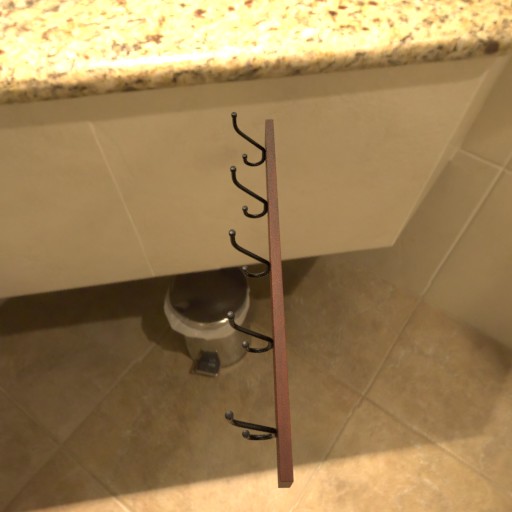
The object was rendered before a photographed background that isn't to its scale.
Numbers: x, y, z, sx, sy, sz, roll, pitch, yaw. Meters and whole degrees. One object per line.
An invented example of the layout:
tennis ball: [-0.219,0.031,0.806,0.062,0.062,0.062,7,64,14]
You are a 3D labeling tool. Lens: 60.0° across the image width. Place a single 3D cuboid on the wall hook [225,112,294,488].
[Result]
wall hook: [0.000,0.000,0.624,0.071,0.117,0.571,-1,57,-1]
